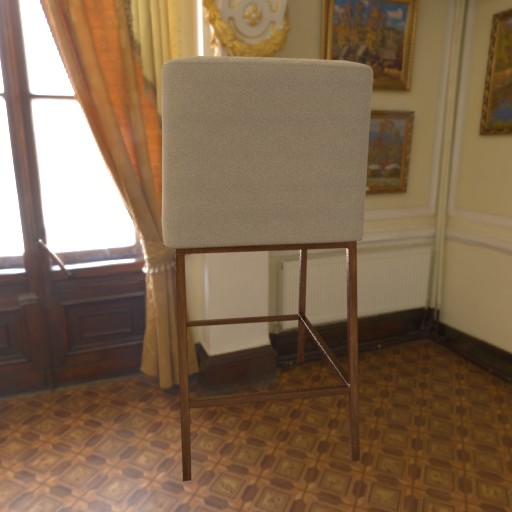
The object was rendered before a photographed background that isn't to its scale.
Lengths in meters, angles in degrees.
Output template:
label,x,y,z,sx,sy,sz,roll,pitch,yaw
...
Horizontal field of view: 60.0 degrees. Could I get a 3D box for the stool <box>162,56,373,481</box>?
label,x,y,z,sx,sy,sz,roll,pitch,yaw
stool,0.000,0.000,1.275,0.507,0.973,0.576,-2,14,-9
